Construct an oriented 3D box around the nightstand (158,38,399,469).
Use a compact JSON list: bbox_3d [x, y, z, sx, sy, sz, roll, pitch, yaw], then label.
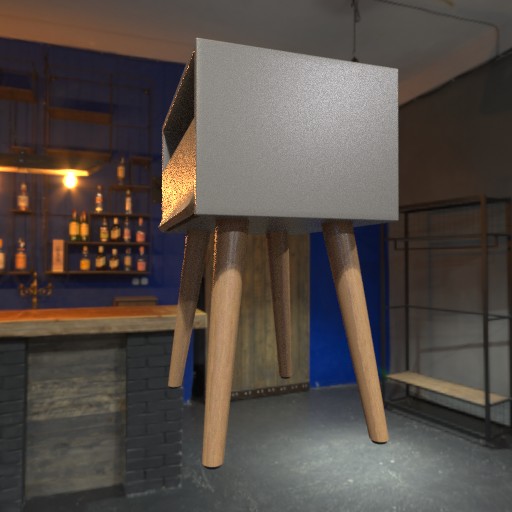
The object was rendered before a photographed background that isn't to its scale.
[{"bbox_3d":[0.000,0.000,0.733,0.288,0.508,0.370,0,0,-18],"label":"nightstand"}]
